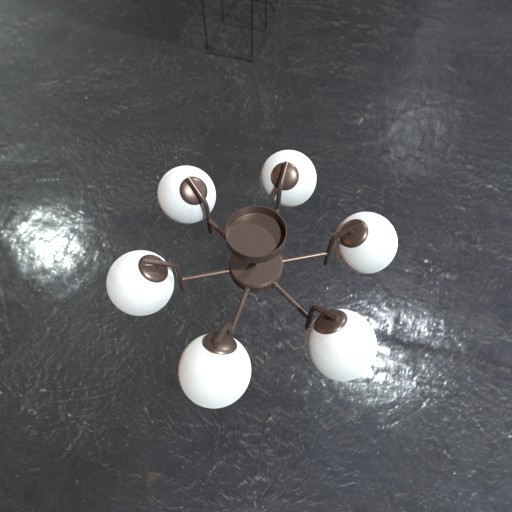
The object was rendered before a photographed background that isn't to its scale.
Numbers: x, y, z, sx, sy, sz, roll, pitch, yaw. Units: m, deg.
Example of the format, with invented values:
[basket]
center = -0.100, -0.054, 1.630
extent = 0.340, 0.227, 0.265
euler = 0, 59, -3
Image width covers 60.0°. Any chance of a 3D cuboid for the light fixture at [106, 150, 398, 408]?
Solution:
[light fixture]
center = 0.000, 0.000, 0.980
extent = 0.662, 0.201, 0.662
euler = 0, 59, 0
